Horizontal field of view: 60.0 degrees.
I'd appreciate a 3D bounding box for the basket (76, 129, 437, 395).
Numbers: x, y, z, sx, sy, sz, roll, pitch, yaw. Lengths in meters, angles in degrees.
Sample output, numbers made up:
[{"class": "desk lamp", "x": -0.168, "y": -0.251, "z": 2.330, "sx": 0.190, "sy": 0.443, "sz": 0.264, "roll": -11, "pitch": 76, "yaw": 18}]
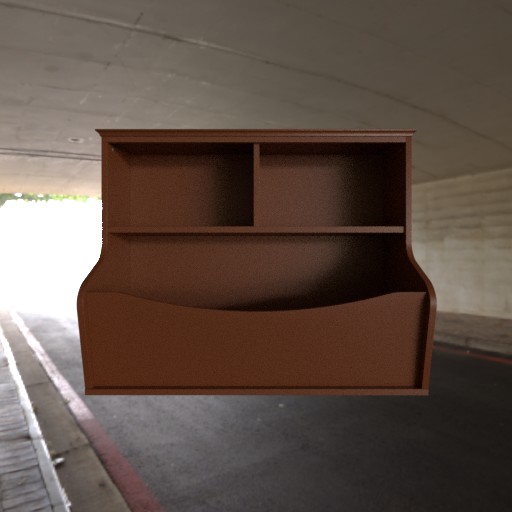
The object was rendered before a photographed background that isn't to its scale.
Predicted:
[{"class": "basket", "x": 0.000, "y": 0.000, "z": 1.134, "sx": 0.792, "sy": 0.625, "sz": 0.376, "roll": 0, "pitch": 0, "yaw": 0}]
